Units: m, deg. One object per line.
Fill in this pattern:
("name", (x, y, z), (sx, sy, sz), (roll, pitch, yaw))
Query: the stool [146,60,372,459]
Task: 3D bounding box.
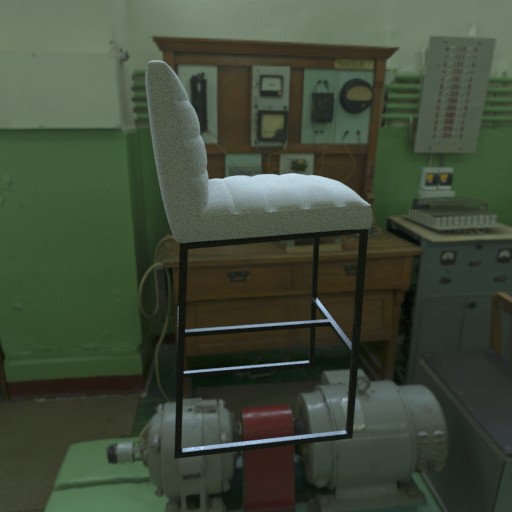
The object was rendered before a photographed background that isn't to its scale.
("stool", (0.000, 0.000, 1.368), (0.573, 1.061, 0.464), (-3, 17, -9))
